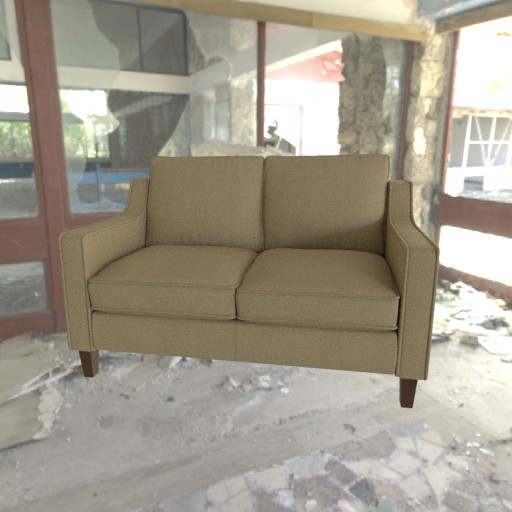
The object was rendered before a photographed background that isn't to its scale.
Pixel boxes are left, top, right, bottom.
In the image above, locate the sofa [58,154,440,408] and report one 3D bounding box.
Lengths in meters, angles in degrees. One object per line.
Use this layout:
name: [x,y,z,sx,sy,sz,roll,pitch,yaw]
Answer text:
sofa: [0.000,0.000,2.178,1.501,0.971,0.987,2,14,10]
